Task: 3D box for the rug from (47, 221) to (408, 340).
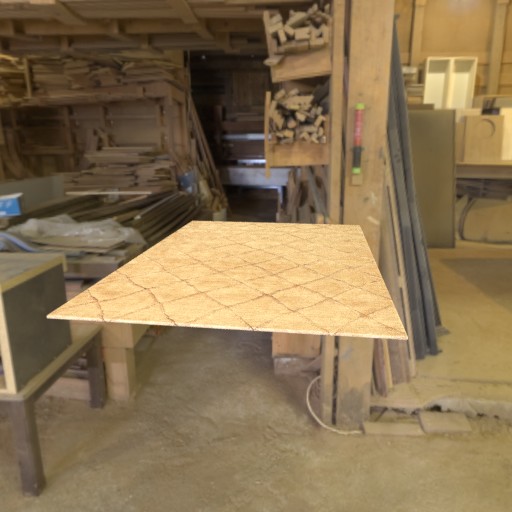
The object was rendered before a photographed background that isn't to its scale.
[{"bbox_3d":[0.000,0.000,2.930,1.528,0.014,2.292,2,15,8],"label":"rug"}]
